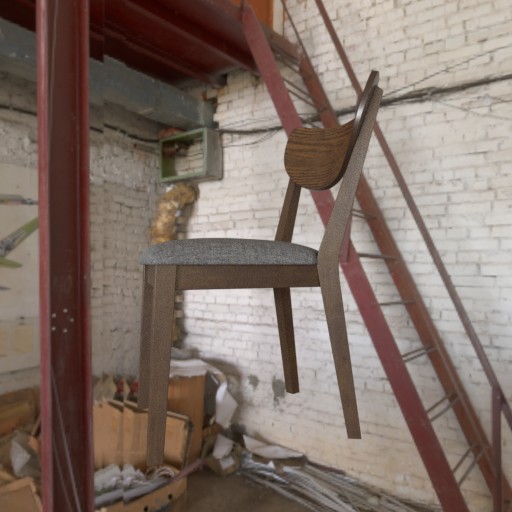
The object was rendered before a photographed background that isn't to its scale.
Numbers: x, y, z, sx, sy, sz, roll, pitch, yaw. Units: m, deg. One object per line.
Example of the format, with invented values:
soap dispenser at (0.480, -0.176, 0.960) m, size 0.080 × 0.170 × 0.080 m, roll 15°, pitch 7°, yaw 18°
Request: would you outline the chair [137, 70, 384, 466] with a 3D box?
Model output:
chair at (0.000, 0.000, 1.166) m, size 0.583 × 0.849 × 0.491 m, roll 0°, pitch -1°, yaw -18°
